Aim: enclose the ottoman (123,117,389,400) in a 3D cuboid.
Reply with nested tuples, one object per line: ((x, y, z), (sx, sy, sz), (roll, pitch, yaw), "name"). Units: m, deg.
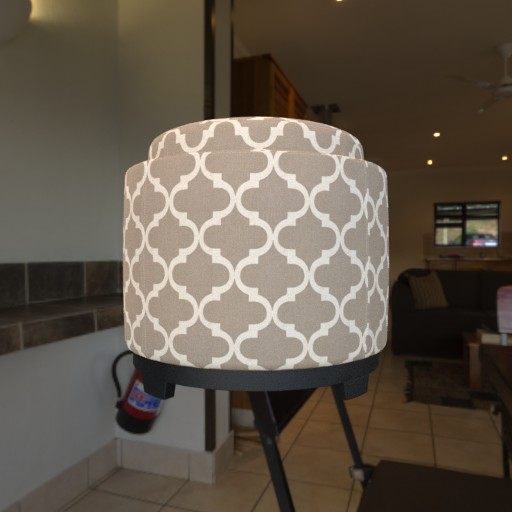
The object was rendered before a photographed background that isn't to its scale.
((0.000, 0.000, 0.835), (0.480, 0.429, 0.480), (0, 0, 0), "ottoman")
